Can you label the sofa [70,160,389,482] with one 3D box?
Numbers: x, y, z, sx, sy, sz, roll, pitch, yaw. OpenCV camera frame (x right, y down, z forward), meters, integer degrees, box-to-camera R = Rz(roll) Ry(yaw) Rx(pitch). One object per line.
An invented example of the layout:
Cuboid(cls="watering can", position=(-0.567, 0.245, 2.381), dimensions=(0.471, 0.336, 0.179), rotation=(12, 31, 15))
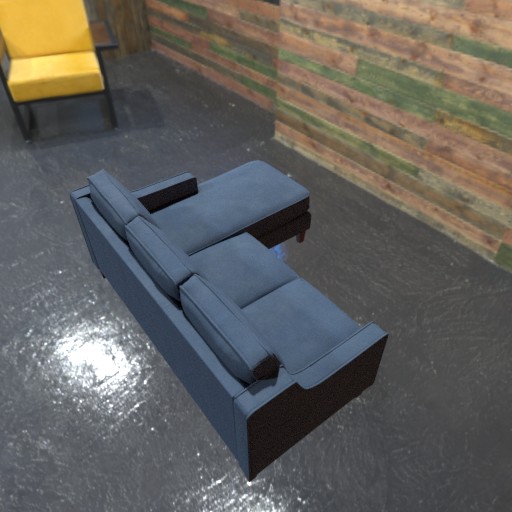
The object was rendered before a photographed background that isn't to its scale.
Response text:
Cuboid(cls="sofa", position=(0.000, 0.000, 3.338), dimensions=(1.858, 1.066, 2.317), rotation=(-27, 48, -27))
